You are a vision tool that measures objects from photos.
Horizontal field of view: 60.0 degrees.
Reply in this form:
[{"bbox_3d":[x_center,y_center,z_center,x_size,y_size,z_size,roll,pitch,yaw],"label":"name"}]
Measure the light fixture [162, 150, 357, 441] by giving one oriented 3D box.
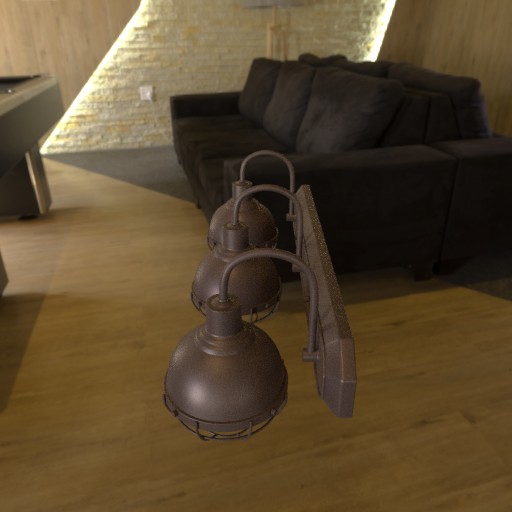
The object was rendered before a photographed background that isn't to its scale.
[{"bbox_3d":[0.000,0.000,0.762,0.229,0.254,0.634,0,26,1],"label":"light fixture"}]
